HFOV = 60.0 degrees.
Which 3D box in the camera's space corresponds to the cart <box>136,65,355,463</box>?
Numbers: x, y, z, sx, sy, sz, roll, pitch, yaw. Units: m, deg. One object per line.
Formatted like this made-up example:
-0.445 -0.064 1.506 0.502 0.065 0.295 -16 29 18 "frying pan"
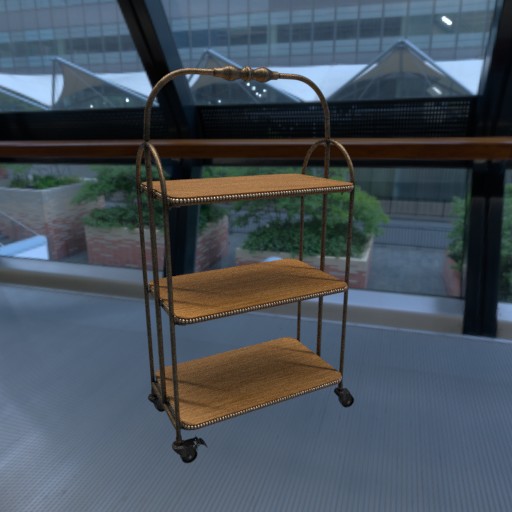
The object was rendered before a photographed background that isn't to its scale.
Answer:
0.000 0.000 1.330 0.650 1.052 0.330 -8 18 -26 "cart"
